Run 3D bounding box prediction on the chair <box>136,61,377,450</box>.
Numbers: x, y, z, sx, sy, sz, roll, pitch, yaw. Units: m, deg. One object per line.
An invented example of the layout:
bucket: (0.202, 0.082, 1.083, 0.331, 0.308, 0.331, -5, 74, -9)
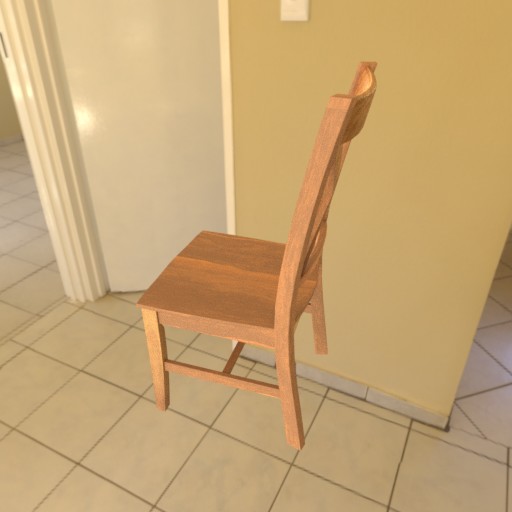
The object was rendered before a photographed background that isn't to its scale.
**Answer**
chair: (0.000, 0.000, 1.262, 0.542, 0.983, 0.485, 9, 32, 15)
